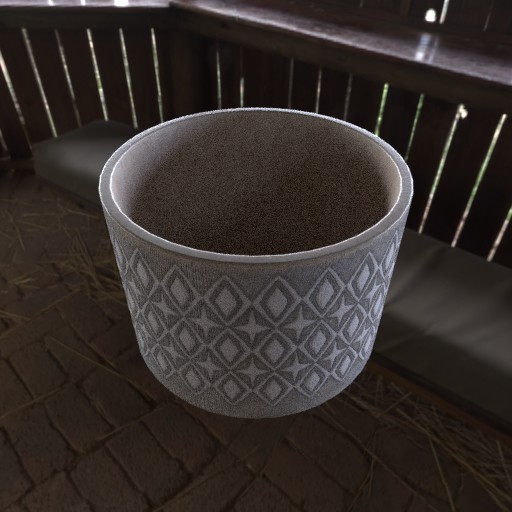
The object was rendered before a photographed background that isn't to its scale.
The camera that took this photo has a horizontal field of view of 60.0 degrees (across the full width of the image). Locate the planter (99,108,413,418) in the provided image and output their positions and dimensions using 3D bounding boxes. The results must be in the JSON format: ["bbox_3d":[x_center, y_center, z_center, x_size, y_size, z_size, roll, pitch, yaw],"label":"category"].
[{"bbox_3d":[0.000,0.000,0.279,0.164,0.127,0.164,0,40,0],"label":"planter"}]
